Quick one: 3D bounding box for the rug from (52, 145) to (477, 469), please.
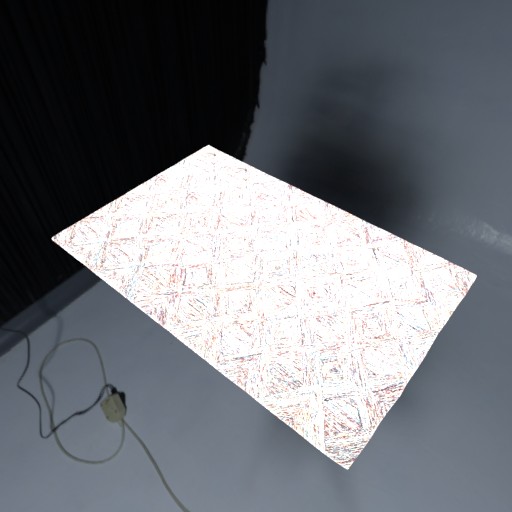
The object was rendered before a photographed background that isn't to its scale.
[{"bbox_3d":[0.000,0.000,2.164,1.761,0.014,1.143,31,53,27],"label":"rug"}]
